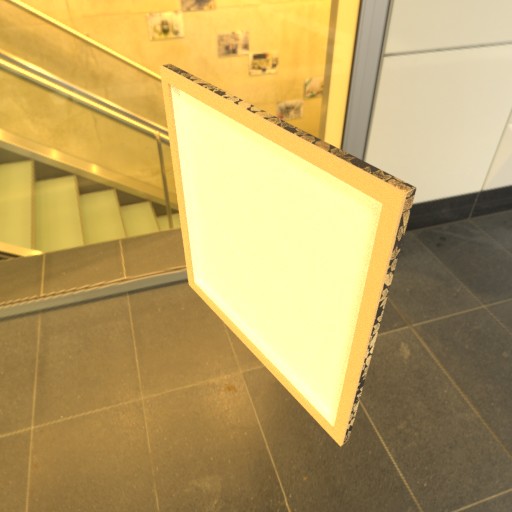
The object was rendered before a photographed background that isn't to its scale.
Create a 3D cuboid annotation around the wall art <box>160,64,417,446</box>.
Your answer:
[{"bbox_3d":[0.000,0.000,1.364,0.038,0.914,0.914,-26,47,-28],"label":"wall art"}]
